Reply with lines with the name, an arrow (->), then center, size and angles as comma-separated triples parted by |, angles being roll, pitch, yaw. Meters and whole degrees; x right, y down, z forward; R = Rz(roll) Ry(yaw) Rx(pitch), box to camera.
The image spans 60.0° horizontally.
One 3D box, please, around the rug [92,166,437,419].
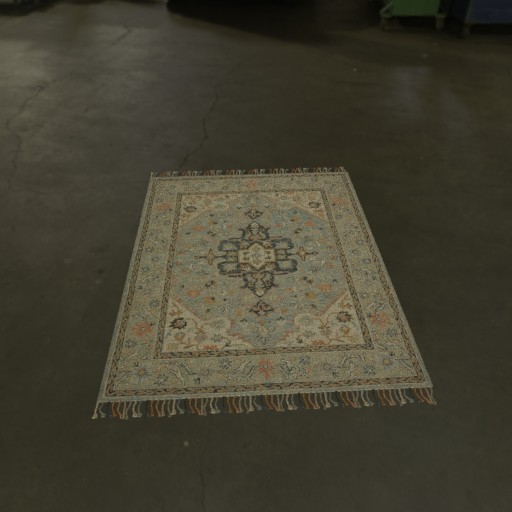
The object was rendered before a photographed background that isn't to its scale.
rug -> 0.000, 0.000, 4.223 | 2.379, 0.011, 3.221 | -2, 41, -2
